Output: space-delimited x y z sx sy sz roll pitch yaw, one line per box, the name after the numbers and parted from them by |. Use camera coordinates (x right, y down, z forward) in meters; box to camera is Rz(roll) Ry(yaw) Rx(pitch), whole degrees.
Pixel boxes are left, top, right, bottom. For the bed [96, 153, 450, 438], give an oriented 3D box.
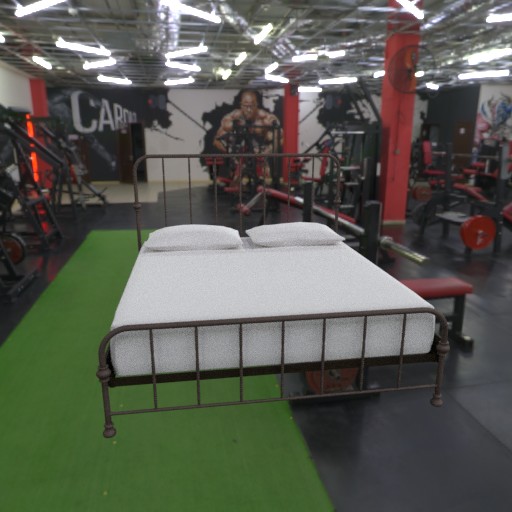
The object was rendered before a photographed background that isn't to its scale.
0.000 0.000 3.417 2.044 1.446 2.134 -2 16 -8 | bed
